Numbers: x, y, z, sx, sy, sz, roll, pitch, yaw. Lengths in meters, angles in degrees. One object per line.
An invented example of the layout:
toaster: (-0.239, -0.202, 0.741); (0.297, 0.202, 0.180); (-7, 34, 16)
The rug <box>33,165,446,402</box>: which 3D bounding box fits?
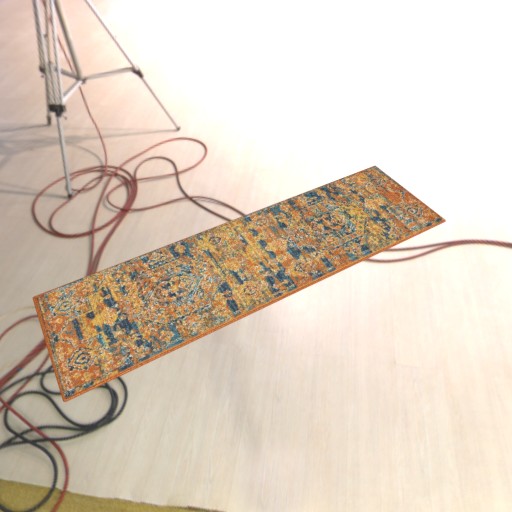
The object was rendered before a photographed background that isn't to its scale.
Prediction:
rug: (0.000, 0.000, 2.466); (2.274, 0.016, 0.651); (-23, 51, -20)
